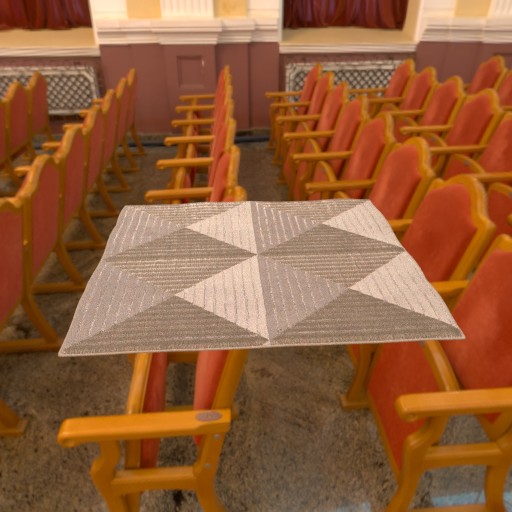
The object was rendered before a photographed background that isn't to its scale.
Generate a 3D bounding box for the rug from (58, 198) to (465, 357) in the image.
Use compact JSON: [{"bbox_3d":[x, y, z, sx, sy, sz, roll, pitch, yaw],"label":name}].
[{"bbox_3d":[0.000,0.000,0.918,0.642,0.008,0.551,-2,31,-3],"label":"rug"}]
